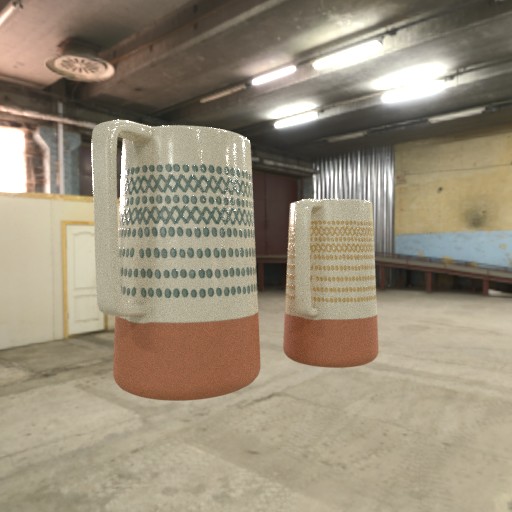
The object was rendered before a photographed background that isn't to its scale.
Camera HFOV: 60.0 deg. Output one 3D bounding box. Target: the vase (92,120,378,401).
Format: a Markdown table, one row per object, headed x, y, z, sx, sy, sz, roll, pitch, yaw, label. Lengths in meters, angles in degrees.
| x | y | z | sx | sy | sz | roll | pitch | yaw | label |
| --- | --- | --- | --- | --- | --- | --- | --- | --- | --- |
| 0.000 | 0.000 | 0.473 | 0.326 | 0.247 | 0.168 | 0 | 1 | -19 | vase |
